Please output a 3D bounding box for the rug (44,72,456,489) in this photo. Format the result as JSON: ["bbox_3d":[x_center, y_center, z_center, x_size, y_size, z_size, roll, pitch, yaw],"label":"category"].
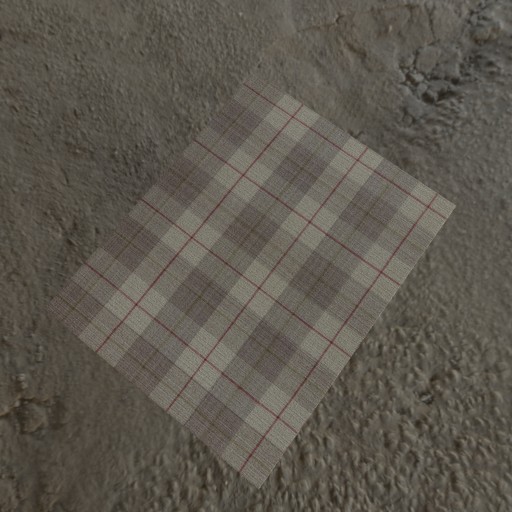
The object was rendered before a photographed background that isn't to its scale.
[{"bbox_3d":[0.000,0.000,3.924,2.317,0.016,2.959,37,79,9],"label":"rug"}]
